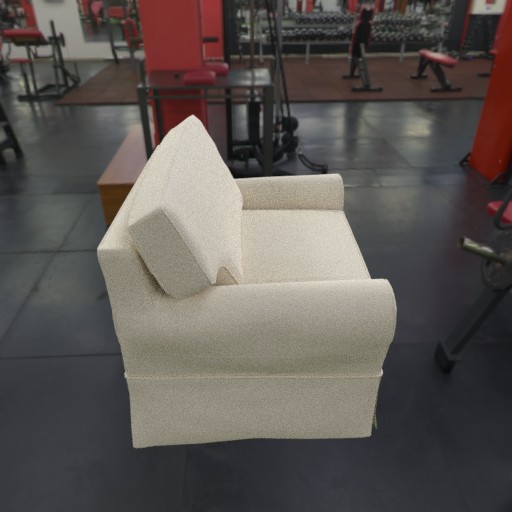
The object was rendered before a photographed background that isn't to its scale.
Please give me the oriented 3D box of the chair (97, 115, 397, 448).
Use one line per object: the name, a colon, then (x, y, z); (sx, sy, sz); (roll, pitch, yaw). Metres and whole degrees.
chair: (0.000, 0.000, 1.810); (0.904, 0.958, 1.099); (0, 32, 0)
